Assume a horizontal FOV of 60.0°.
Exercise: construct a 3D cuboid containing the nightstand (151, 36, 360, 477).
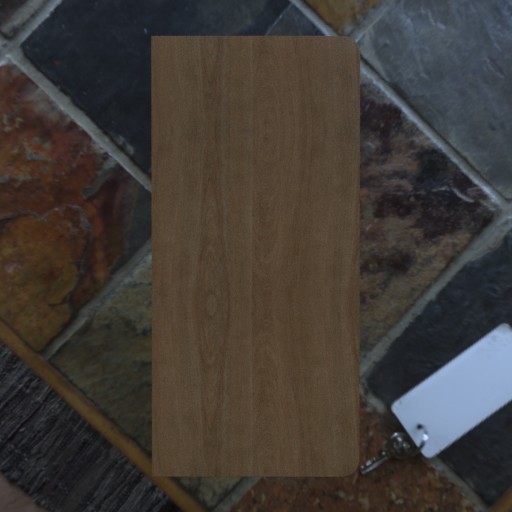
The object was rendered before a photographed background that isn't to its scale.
[{"bbox_3d":[0.000,0.000,1.269,0.432,0.700,0.914,0,90,0],"label":"nightstand"}]
